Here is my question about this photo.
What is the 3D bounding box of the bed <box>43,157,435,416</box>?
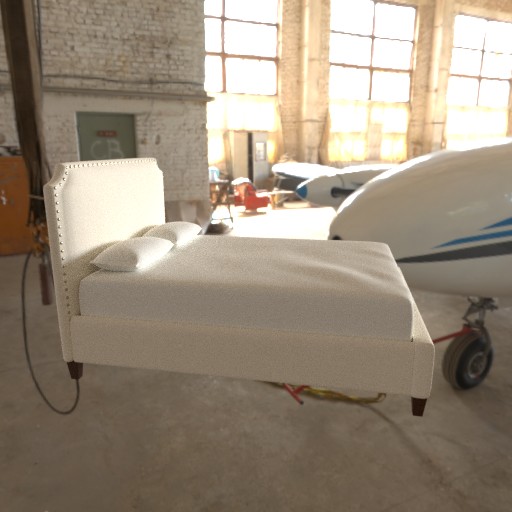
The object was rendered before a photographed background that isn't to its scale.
[{"bbox_3d":[0.000,0.000,3.414,2.365,1.443,1.712,3,14,11],"label":"bed"}]
